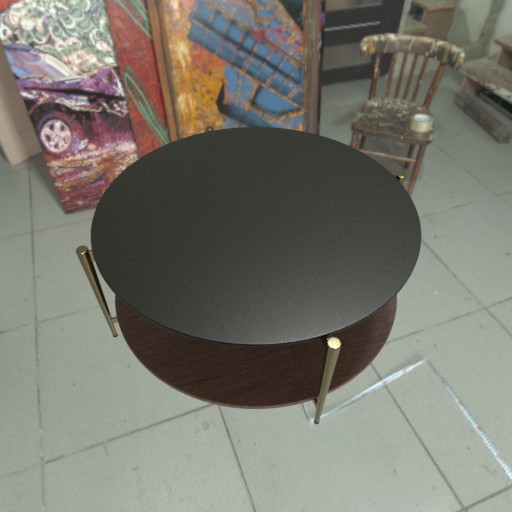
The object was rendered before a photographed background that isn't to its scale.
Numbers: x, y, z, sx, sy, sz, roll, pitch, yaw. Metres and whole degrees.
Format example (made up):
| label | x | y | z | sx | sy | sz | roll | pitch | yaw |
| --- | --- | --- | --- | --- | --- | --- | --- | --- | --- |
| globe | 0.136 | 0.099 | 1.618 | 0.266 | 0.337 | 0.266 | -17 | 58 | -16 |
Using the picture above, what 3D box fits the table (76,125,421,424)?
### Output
| label | x | y | z | sx | sy | sz | roll | pitch | yaw |
| --- | --- | --- | --- | --- | --- | --- | --- | --- | --- |
| table | 0.000 | 0.000 | 1.441 | 0.938 | 0.400 | 0.938 | 31 | 53 | 27 |
